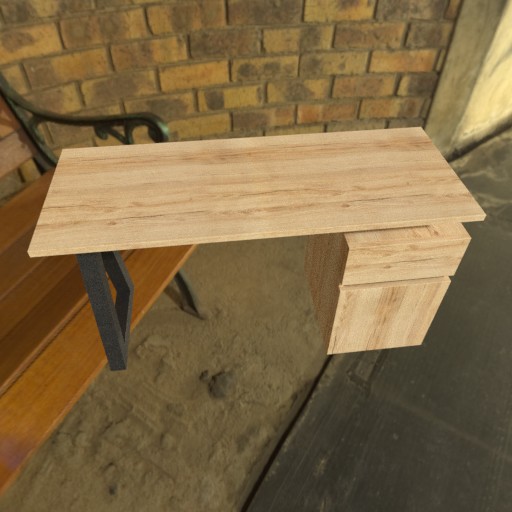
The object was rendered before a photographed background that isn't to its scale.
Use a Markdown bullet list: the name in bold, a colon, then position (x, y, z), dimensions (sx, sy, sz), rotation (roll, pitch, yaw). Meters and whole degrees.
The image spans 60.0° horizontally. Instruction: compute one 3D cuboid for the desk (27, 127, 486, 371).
- **desk**: position (0.000, 0.000, 1.805), dimensions (1.400, 0.760, 0.550), rotation (-5, 46, -5)
